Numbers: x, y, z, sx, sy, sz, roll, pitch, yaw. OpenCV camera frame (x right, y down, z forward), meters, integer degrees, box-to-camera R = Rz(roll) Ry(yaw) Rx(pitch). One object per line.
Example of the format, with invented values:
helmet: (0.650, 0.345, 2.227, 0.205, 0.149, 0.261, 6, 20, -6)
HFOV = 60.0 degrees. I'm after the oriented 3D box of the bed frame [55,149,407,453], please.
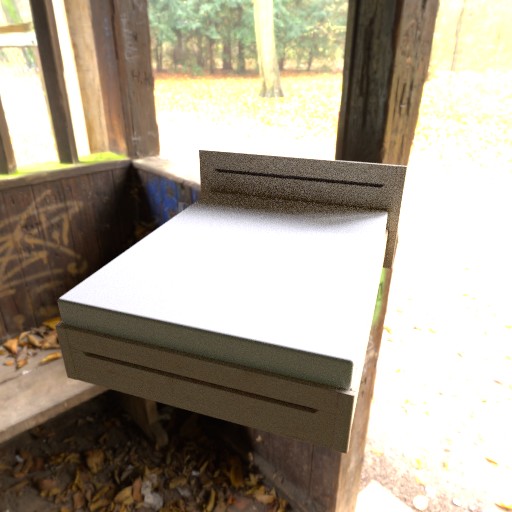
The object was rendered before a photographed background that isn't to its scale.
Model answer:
bed frame: (0.000, 0.000, 3.062, 1.800, 0.900, 2.080, 9, 27, 17)
